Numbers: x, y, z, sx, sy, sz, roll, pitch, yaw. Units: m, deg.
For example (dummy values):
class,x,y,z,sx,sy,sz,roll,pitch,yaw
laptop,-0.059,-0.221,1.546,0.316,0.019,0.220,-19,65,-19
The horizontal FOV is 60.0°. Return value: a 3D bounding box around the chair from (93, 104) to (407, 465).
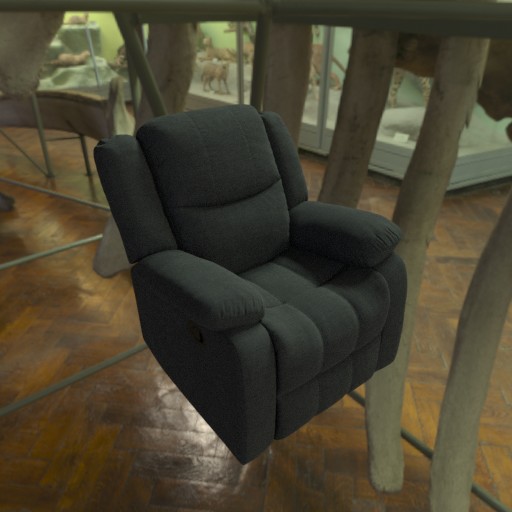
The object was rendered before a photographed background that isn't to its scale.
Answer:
class,x,y,z,sx,sy,sz,roll,pitch,yaw
chair,0.000,0.000,1.722,0.899,1.008,0.944,-21,36,-32
